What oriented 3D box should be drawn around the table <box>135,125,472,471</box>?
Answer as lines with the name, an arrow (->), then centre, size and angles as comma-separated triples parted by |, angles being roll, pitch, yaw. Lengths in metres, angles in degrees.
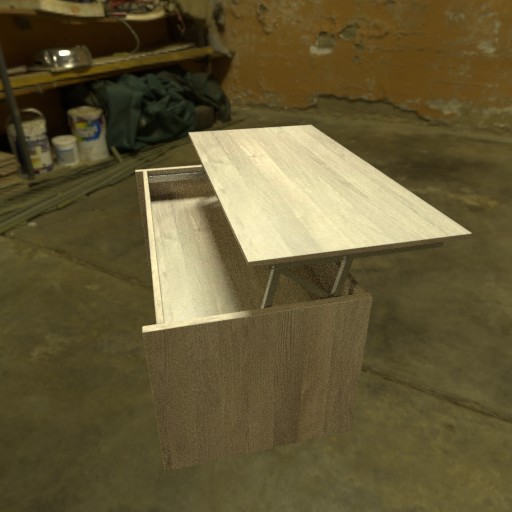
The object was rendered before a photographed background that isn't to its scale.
table -> 0.000, 0.000, 1.443 | 0.712, 0.570, 1.000 | -7, 31, -12
